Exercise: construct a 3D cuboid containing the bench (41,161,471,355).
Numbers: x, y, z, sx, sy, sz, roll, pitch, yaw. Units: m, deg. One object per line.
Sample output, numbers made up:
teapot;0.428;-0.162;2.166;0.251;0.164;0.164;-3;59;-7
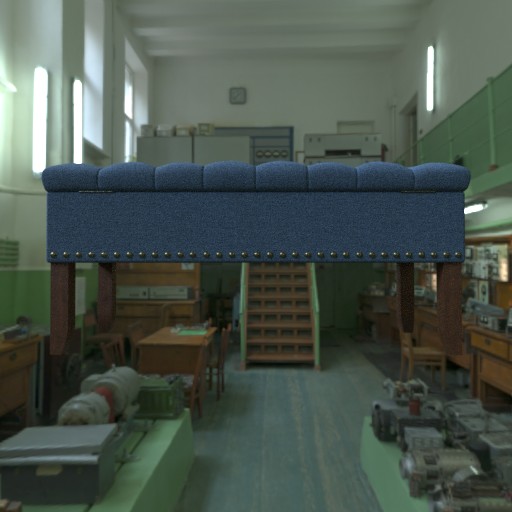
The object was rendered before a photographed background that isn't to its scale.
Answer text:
bench;0.000;0.000;1.279;1.052;0.492;0.417;0;-1;0
